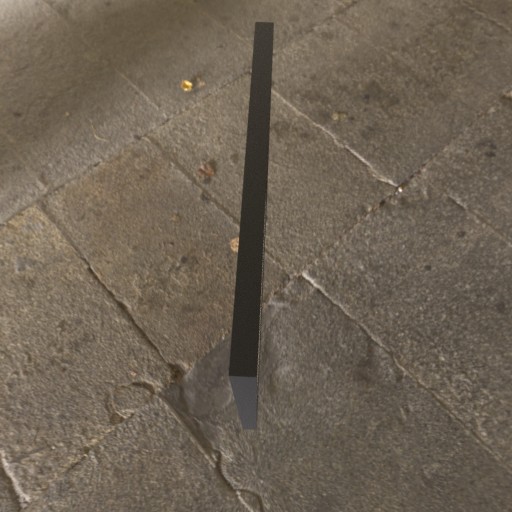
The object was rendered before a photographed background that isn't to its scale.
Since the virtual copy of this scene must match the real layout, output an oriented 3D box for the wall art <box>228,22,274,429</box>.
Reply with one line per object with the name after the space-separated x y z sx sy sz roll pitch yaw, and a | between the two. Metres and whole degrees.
0.000 0.000 1.146 0.042 0.766 0.769 3 63 1 | wall art
